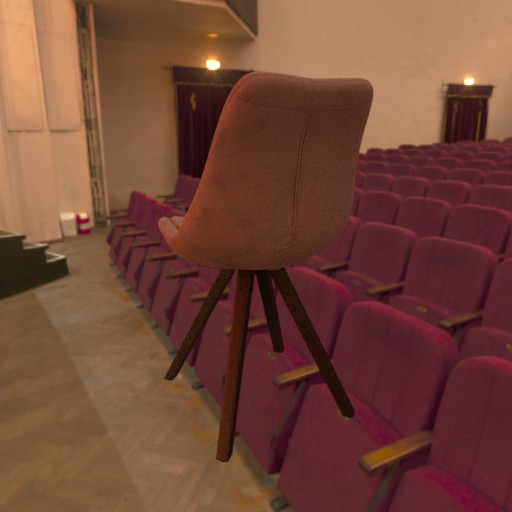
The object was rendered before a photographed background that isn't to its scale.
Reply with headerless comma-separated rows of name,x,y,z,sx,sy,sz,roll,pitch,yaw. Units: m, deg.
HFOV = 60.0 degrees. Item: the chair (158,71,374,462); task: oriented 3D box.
chair,0.000,0.000,1.204,0.483,0.865,0.547,-8,17,-26
